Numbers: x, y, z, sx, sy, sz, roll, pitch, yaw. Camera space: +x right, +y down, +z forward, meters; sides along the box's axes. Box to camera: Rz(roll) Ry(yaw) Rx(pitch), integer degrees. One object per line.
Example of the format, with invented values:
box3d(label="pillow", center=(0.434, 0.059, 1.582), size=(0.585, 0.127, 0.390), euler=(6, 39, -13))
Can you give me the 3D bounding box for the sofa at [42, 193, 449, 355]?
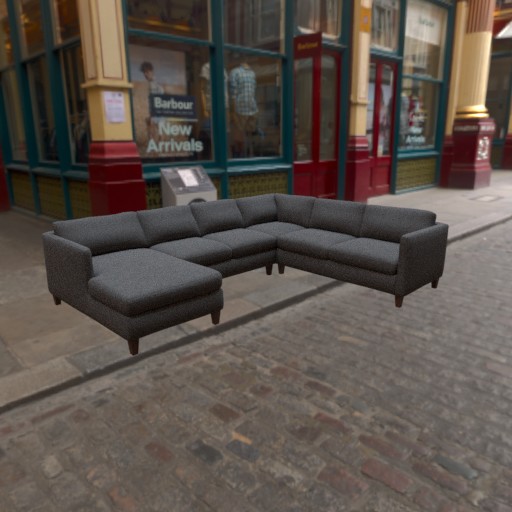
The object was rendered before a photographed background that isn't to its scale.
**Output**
box3d(label="sofa", center=(0.000, 0.000, 4.451), size=(3.238, 0.853, 2.551), euler=(-14, 21, -43))
